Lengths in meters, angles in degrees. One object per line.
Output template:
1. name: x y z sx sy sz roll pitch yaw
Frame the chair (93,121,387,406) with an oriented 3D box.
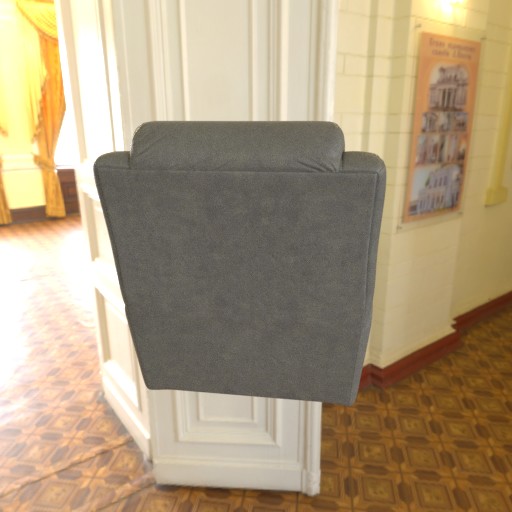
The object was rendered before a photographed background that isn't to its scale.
1. chair: 0.000 0.000 1.910 0.965 1.116 1.068 2 17 8
